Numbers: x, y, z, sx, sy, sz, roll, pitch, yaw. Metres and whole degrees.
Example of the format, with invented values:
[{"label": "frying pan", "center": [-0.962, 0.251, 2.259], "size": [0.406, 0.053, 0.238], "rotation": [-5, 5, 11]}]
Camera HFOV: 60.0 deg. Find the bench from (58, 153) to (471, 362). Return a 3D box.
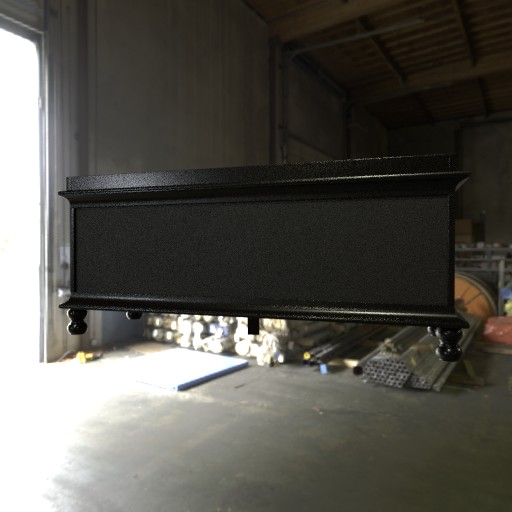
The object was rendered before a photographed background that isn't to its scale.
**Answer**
[{"label": "bench", "center": [0.000, 0.000, 1.410], "size": [1.185, 0.501, 0.402], "rotation": [0, 1, 18]}]
